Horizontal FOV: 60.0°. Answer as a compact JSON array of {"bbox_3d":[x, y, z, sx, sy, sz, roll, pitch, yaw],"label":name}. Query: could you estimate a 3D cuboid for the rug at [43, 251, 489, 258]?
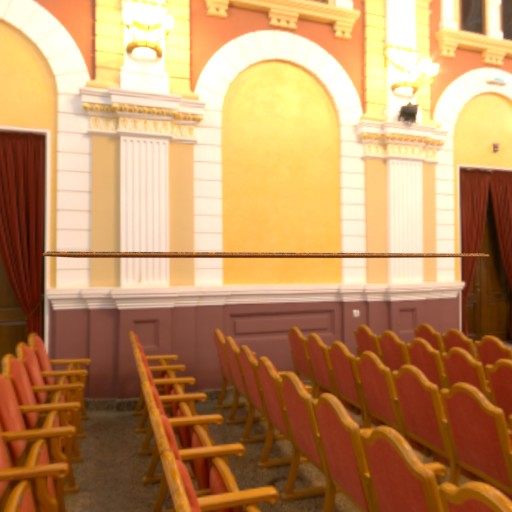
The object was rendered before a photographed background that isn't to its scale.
[{"bbox_3d":[0.000,0.000,1.071,0.863,0.008,0.557,0,-1,-18],"label":"rug"}]
